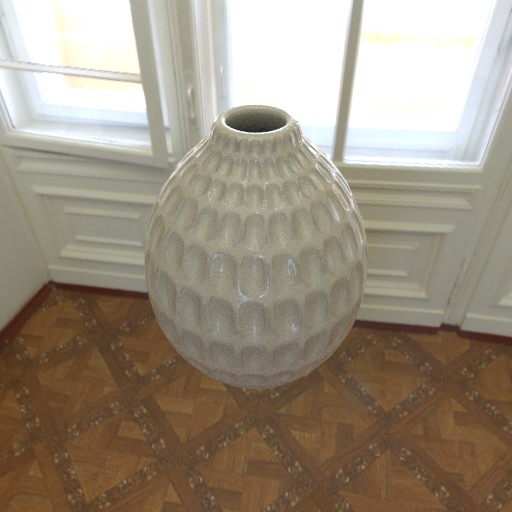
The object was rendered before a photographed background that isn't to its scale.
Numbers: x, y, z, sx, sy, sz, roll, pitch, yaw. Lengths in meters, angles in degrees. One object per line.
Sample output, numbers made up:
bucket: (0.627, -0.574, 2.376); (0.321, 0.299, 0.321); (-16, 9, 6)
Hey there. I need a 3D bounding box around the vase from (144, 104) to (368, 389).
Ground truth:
vase: (0.000, 0.000, 0.259); (0.128, 0.167, 0.128); (0, 40, 0)
